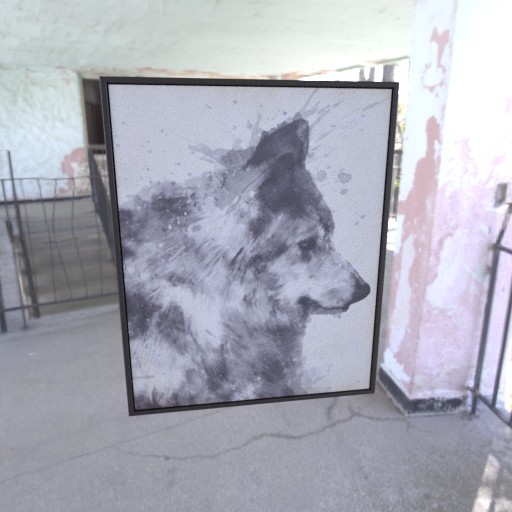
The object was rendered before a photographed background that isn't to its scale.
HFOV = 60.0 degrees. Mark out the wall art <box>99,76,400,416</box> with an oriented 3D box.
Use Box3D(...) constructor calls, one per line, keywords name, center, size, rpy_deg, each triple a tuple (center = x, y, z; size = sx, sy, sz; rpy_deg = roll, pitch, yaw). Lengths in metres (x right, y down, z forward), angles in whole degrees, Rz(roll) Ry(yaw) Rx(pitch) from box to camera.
Box3D(name="wall art", center=(0.000, 0.000, 0.743), size=(0.451, 0.551, 0.028), rpy_deg=(-2, 15, -9))
